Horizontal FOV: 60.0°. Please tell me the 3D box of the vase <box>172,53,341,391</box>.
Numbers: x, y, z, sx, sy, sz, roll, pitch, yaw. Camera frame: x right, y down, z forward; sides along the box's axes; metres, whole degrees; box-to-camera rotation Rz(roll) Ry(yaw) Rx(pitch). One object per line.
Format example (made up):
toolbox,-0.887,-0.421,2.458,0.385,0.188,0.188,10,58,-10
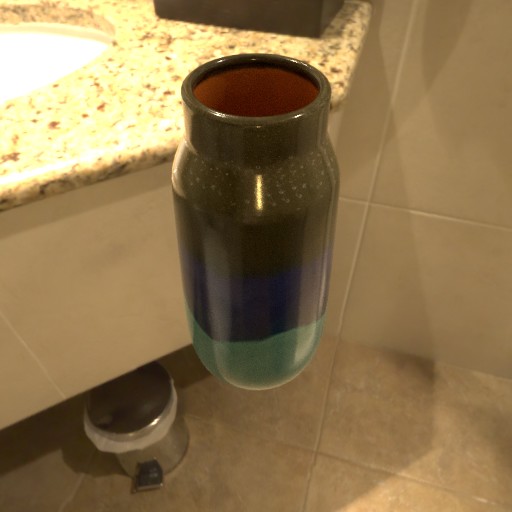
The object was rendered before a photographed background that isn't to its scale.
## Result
vase,0.000,0.000,0.386,0.139,0.313,0.139,0,47,0
